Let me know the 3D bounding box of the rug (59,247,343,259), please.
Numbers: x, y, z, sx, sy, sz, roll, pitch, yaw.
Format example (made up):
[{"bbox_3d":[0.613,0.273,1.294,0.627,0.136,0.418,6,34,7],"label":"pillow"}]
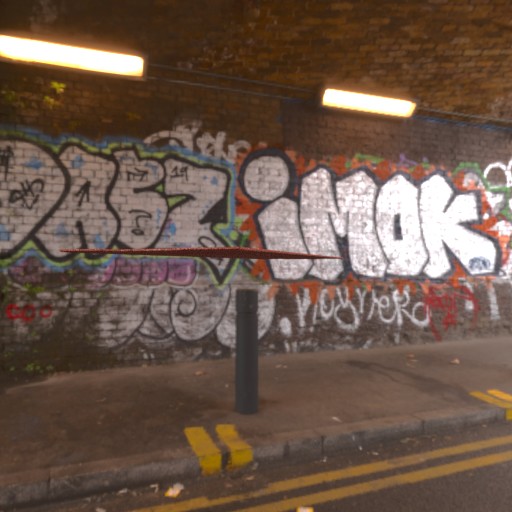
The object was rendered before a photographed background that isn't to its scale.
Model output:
[{"bbox_3d":[0.000,0.000,2.534,0.687,0.012,2.307,0,-1,19],"label":"rug"}]
